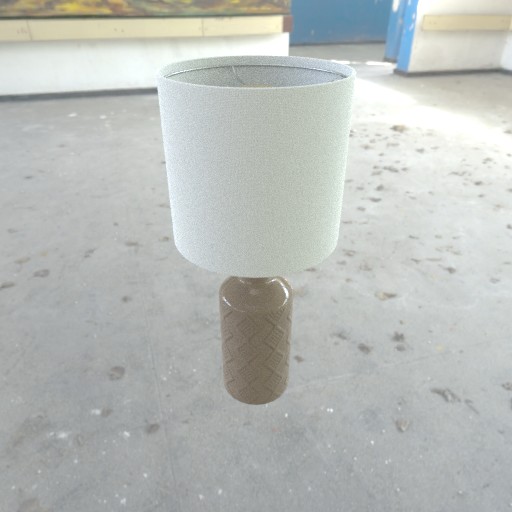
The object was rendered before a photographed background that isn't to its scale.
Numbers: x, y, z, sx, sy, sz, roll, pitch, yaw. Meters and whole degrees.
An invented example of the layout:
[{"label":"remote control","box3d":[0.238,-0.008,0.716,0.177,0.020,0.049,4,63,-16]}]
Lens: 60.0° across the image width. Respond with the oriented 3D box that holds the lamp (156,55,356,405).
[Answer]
[{"label":"lamp","box3d":[0.000,0.000,0.585,0.207,0.461,0.207,-9,33,-15]}]
